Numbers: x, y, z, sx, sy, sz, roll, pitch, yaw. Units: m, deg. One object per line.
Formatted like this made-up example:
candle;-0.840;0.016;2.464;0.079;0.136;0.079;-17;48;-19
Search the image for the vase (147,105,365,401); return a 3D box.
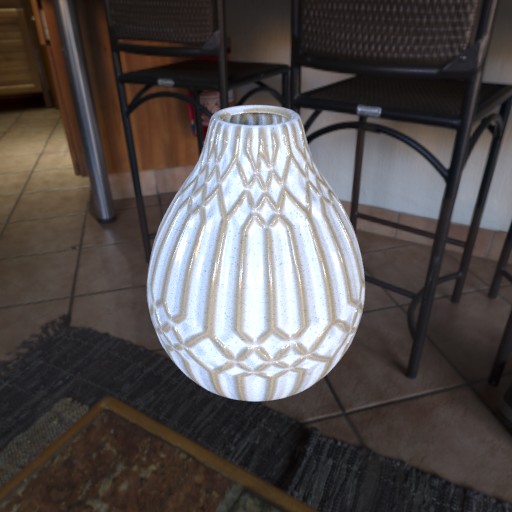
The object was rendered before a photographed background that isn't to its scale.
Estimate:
vase;0.000;0.000;0.319;0.159;0.200;0.159;0;31;0
